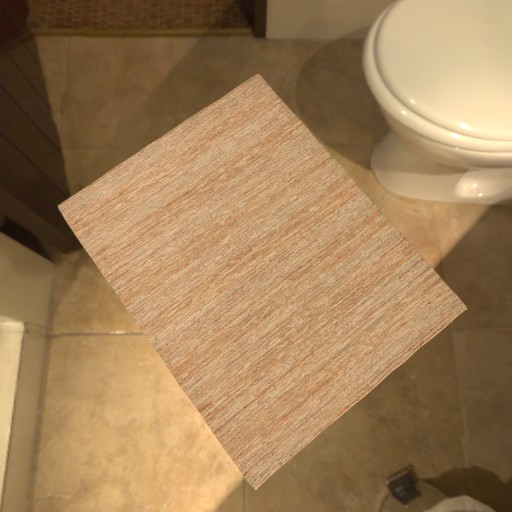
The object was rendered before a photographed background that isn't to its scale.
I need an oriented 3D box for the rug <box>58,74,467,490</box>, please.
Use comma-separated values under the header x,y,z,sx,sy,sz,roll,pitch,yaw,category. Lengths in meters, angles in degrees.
x,y,z,sx,sy,sz,roll,pitch,yaw,category
0.000,0.000,3.871,2.313,0.009,2.939,-37,78,-9,rug
